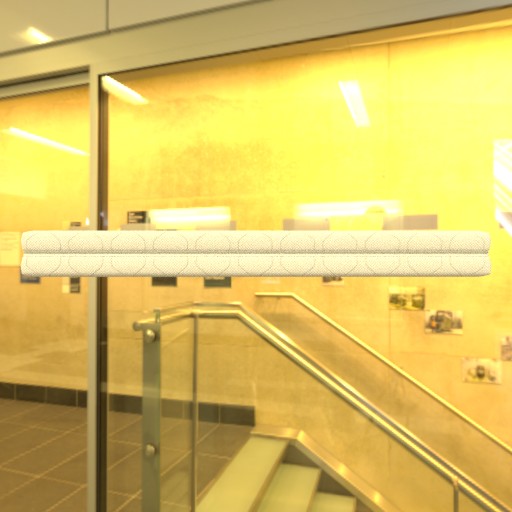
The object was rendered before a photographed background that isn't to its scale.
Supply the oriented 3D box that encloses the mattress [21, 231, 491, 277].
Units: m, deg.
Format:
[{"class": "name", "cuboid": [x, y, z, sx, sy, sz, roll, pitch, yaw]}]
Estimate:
[{"class": "mattress", "cuboid": [0.000, 0.000, 2.677, 2.000, 0.200, 1.600, 0, -1, 0]}]
